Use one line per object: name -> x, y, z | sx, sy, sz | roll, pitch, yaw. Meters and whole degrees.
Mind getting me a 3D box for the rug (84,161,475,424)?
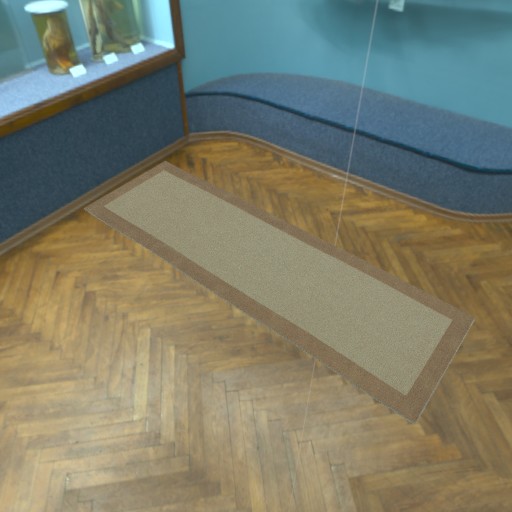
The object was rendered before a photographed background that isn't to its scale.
rug -> 0.000, 0.000, 2.716 | 2.430, 0.012, 0.767 | 30, 52, 26
